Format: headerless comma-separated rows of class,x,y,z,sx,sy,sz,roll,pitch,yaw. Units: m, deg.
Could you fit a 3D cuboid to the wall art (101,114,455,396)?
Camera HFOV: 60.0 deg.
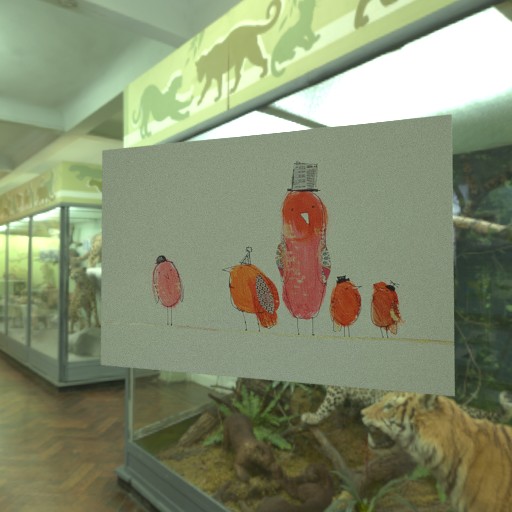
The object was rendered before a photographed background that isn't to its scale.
wall art,0.000,0.000,1.124,0.914,0.609,0.038,0,-1,19
